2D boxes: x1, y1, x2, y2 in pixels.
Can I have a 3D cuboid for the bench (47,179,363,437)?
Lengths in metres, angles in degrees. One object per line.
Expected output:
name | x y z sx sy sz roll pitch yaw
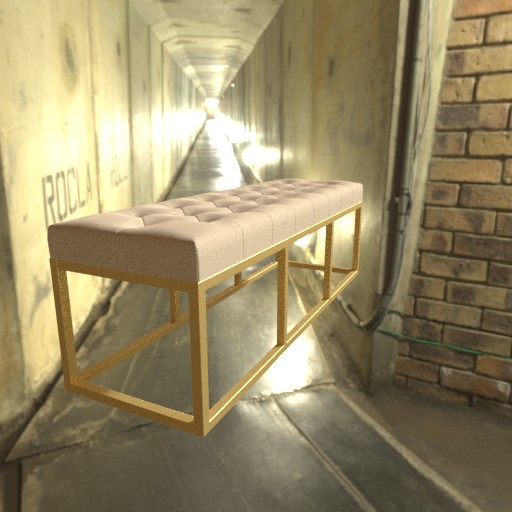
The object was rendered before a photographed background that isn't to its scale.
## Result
bench | 0.000 0.000 1.709 0.457 0.484 1.473 7 16 26
